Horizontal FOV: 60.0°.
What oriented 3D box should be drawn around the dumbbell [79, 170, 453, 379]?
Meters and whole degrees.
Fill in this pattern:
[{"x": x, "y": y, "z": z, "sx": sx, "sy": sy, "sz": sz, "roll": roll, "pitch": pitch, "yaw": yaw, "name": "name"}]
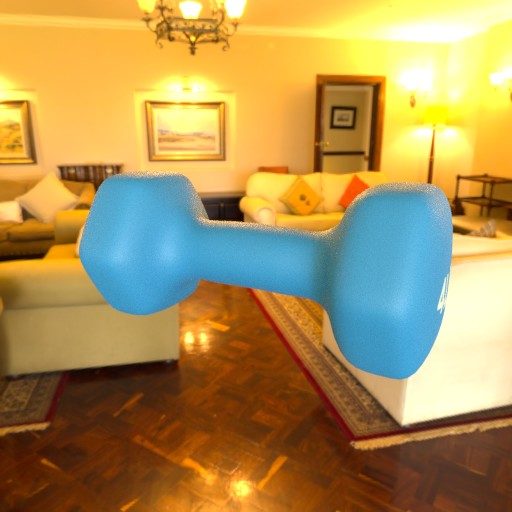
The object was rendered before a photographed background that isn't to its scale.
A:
[{"x": 0.000, "y": 0.000, "z": 0.188, "sx": 0.152, "sy": 0.066, "sz": 0.074, "roll": 8, "pitch": 17, "yaw": 28, "name": "dumbbell"}]
